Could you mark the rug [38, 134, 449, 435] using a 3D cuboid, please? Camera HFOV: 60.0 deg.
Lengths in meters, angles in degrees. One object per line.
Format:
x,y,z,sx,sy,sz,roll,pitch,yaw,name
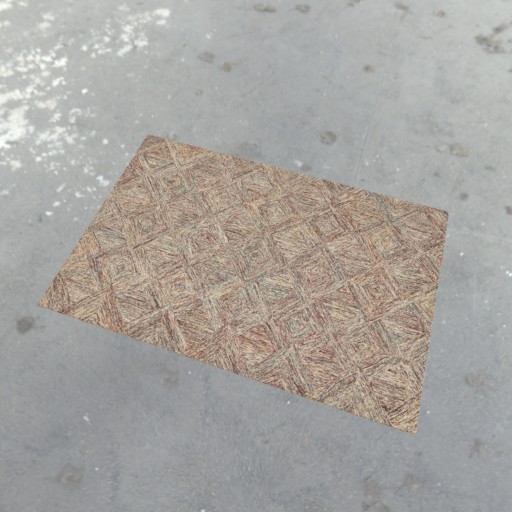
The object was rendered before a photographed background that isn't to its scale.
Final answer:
0.000,0.000,2.872,2.285,0.019,1.523,16,61,10,rug
